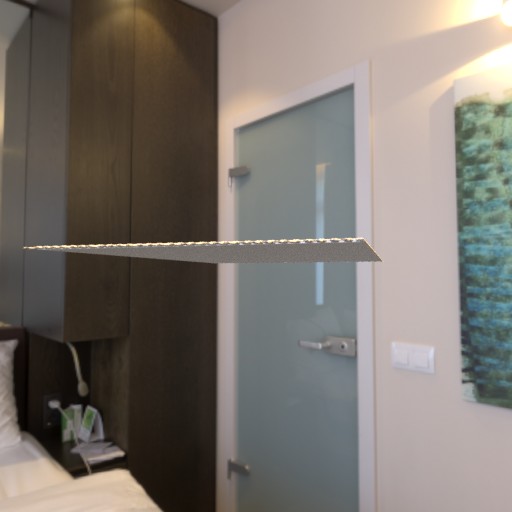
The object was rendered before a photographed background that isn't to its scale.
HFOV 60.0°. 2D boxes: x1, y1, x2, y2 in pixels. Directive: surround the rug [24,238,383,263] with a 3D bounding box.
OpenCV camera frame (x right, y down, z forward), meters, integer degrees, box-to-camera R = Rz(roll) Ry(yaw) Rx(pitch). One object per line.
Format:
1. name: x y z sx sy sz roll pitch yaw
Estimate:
1. rug: 0.000 0.000 2.313 1.230 0.014 1.847 -1 -3 18
